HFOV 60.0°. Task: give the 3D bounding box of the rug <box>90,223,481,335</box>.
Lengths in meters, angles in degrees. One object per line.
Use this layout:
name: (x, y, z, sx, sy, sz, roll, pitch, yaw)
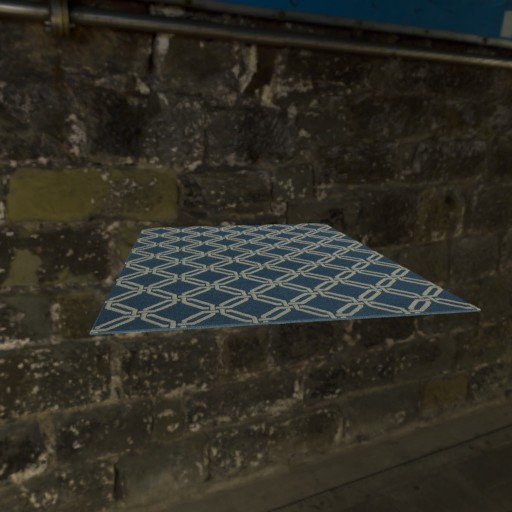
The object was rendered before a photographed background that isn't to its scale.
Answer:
rug: (0.000, 0.000, 4.287, 2.432, 0.018, 3.342, -2, 14, -9)
